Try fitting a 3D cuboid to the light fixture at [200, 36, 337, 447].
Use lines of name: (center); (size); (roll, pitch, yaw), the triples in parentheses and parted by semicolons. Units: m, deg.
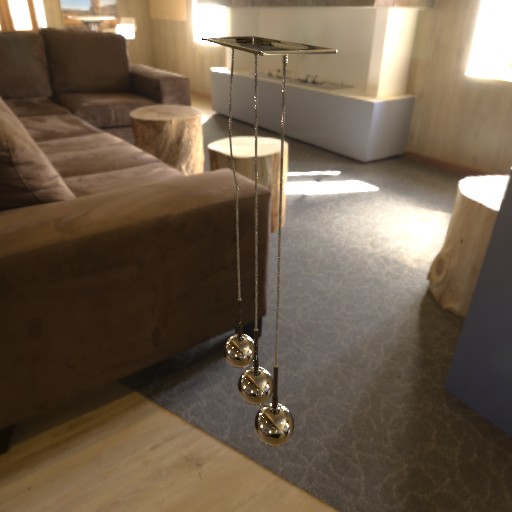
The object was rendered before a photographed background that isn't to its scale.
light fixture: (0.000, 0.000, 1.617); (0.188, 1.408, 0.623); (-10, 31, -17)
